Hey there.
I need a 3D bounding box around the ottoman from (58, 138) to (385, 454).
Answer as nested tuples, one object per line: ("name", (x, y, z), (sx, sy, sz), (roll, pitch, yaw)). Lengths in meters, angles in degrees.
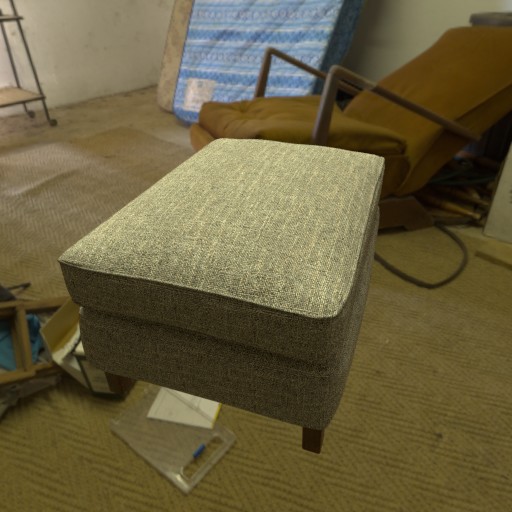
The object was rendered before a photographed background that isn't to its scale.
("ottoman", (0.000, 0.000, 0.995), (0.508, 0.406, 0.686), (11, 34, 16))
